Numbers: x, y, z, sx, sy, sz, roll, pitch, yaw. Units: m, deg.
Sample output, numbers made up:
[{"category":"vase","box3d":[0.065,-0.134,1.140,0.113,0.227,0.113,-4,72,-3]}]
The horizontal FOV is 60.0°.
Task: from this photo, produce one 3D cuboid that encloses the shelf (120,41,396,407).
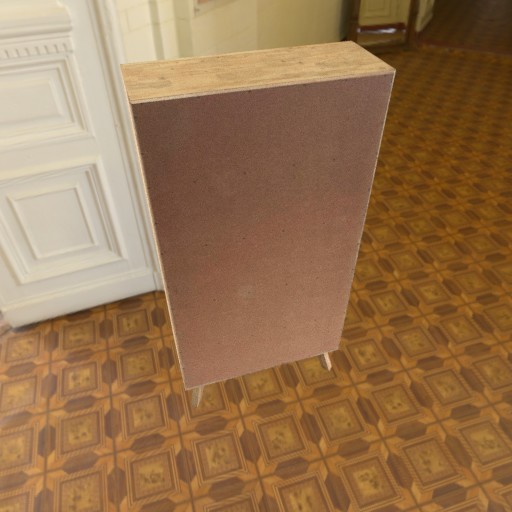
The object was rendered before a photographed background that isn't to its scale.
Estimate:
[{"category":"shelf","box3d":[0.000,0.000,1.771,0.748,1.471,0.308,-12,43,-13]}]
